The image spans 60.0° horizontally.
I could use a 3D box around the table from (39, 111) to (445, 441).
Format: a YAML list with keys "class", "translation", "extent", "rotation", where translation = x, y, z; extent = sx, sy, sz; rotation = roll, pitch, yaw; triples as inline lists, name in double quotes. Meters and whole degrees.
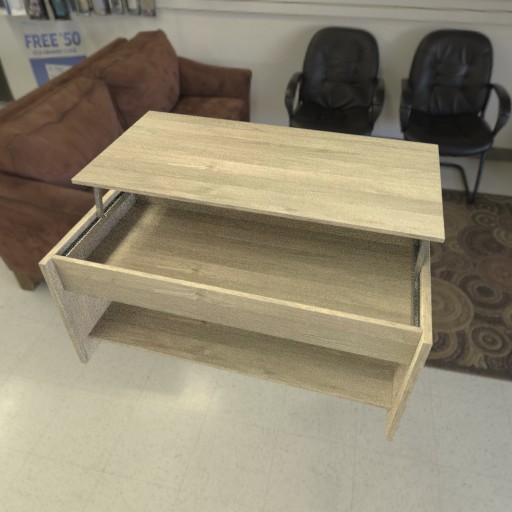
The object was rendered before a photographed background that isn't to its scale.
- class: "table"
  translation: [0.000, 0.000, 1.431]
  extent: [1.000, 0.570, 0.712]
  rotation: [10, 42, 12]
